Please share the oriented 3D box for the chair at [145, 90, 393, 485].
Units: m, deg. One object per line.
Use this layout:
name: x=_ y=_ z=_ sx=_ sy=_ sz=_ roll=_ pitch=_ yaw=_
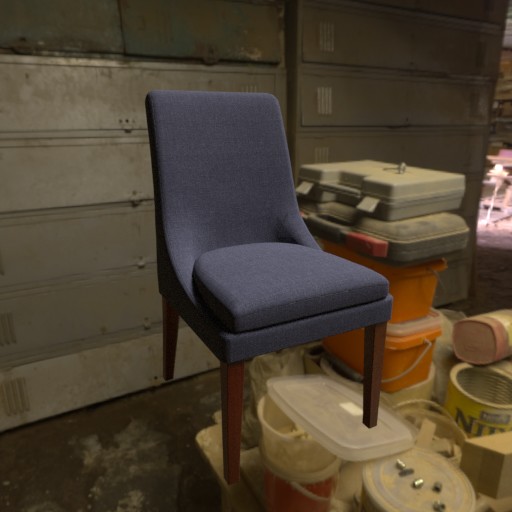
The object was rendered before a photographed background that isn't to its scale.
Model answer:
chair: x=0.000 y=0.000 z=1.328 sx=0.508 sy=0.952 sz=0.655 roll=-9 pitch=19 yaw=-26
